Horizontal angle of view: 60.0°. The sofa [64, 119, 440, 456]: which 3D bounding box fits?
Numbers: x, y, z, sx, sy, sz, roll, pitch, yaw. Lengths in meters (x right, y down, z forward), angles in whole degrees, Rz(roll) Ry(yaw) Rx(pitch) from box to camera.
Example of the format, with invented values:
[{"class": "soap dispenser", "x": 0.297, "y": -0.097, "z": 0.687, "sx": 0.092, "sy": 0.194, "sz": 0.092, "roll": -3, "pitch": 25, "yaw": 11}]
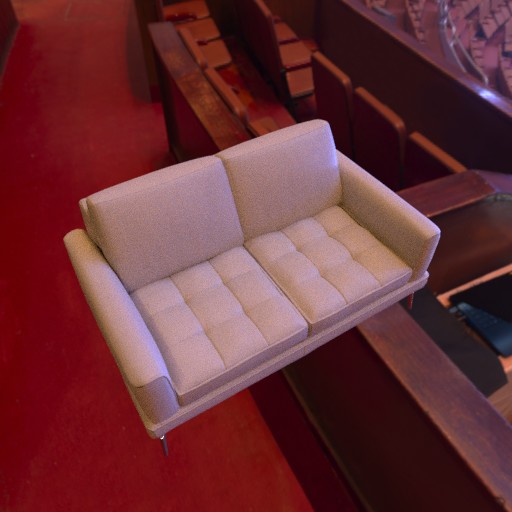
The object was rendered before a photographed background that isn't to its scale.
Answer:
[{"class": "sofa", "x": 0.000, "y": 0.000, "z": 2.500, "sx": 1.819, "sy": 0.930, "sz": 1.121, "roll": -24, "pitch": 51, "yaw": -21}]
